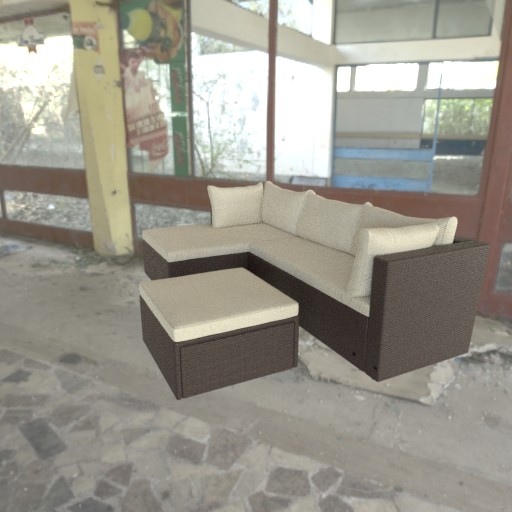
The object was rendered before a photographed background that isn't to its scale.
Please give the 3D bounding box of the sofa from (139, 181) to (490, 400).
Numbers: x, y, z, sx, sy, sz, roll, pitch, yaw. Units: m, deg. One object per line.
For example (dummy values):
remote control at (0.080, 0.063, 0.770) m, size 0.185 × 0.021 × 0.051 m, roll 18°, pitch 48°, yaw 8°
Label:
sofa at (0.000, 0.000, 2.939) m, size 1.612 × 0.766 × 2.192 m, roll -8°, pitch 18°, yaw -26°
